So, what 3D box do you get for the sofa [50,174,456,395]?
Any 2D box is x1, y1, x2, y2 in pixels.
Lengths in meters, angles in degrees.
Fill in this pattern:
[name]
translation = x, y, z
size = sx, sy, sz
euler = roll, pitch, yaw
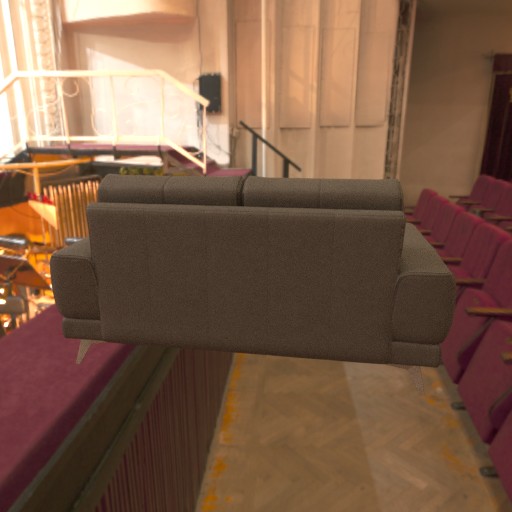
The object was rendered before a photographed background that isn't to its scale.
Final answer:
[sofa]
translation = 0.000, 0.000, 2.364
size = 1.806, 0.907, 1.018
euler = 3, 16, 9
